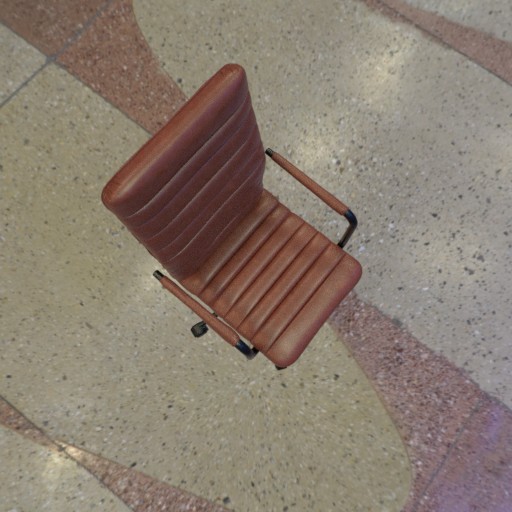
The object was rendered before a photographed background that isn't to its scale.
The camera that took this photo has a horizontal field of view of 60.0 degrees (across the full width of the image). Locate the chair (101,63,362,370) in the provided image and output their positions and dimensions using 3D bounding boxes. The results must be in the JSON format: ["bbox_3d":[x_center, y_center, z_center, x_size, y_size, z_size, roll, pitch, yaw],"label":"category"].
[{"bbox_3d":[0.000,0.000,1.314,0.580,0.979,0.608,39,78,10],"label":"chair"}]
